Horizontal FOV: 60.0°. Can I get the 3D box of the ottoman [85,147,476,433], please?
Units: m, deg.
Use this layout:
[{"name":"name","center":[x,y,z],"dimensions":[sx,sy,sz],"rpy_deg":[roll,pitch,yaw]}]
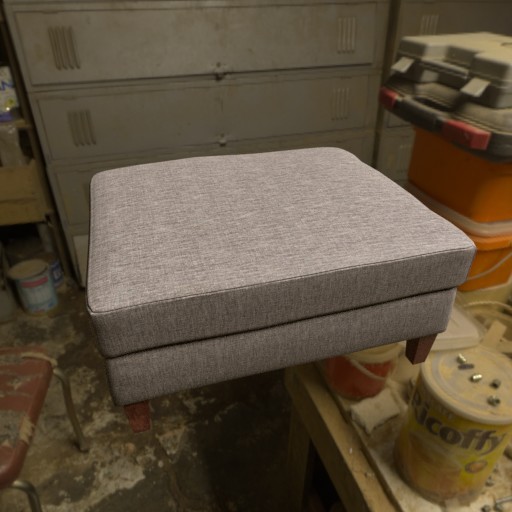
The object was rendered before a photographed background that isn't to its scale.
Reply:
[{"name":"ottoman","center":[0.000,0.000,1.468],"dimensions":[0.994,0.492,0.839],"rpy_deg":[-9,33,-14]}]
